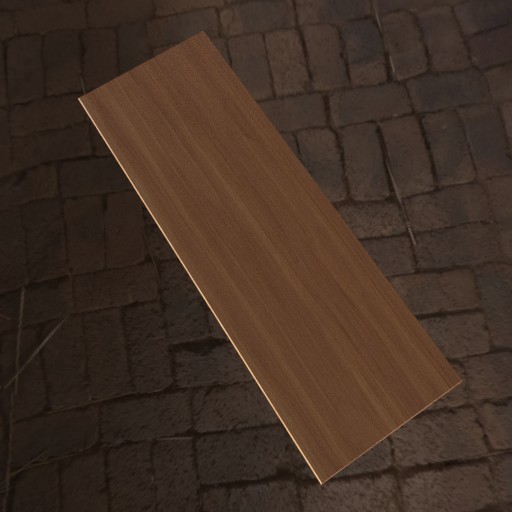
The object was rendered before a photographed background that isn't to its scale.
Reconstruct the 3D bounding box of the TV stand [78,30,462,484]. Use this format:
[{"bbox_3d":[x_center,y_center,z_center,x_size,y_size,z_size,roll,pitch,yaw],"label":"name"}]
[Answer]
[{"bbox_3d":[0.000,0.000,1.435,0.417,0.607,1.181,-32,78,-8],"label":"TV stand"}]
